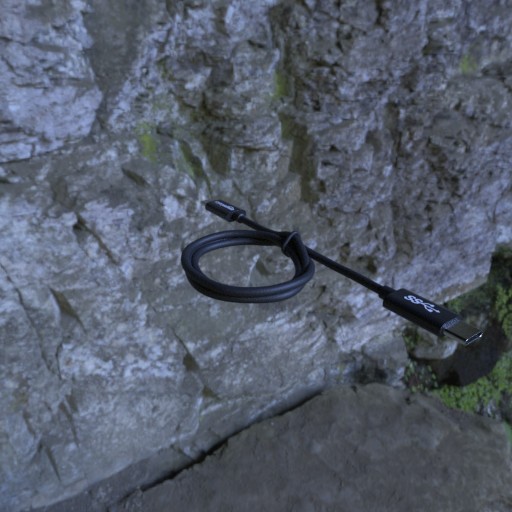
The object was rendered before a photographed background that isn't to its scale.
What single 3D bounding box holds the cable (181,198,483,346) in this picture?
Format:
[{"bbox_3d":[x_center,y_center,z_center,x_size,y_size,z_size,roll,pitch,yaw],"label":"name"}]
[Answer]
[{"bbox_3d":[0.000,0.000,0.207,0.070,0.014,0.186,-17,30,-32],"label":"cable"}]
